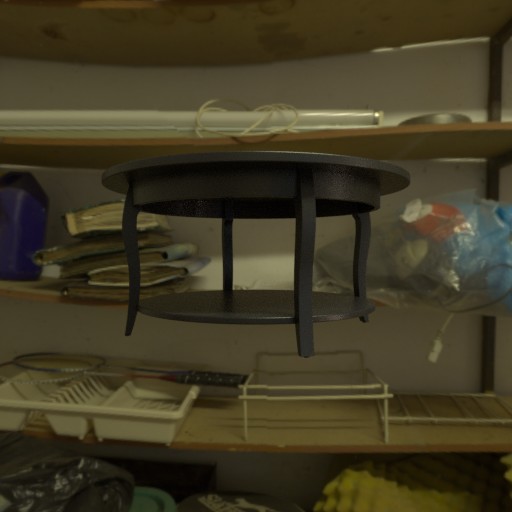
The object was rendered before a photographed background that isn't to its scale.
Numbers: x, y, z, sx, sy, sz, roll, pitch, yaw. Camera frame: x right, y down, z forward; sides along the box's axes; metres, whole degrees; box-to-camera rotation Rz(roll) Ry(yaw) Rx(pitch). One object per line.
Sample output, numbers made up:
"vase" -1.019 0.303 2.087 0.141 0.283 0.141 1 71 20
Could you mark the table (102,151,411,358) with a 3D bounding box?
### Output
"table" 0.000 0.000 1.393 0.914 0.457 0.914 0 1 0
